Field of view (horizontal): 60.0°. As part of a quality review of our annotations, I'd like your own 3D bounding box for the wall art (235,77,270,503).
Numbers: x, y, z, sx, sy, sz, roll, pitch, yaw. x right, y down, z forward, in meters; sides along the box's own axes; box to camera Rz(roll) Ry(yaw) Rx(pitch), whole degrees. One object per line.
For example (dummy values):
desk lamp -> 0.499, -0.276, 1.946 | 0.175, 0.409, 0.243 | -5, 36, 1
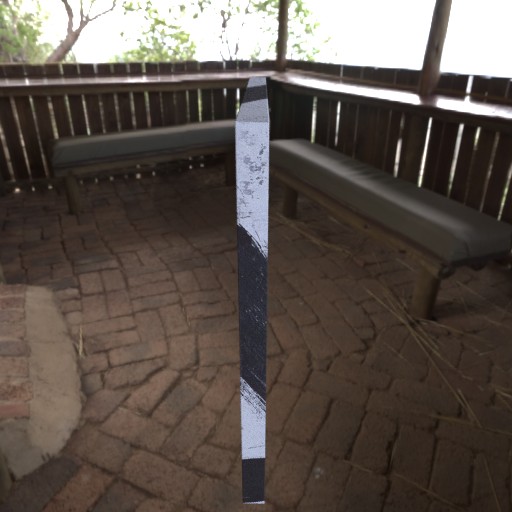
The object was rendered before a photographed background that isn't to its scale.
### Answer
wall art -> 0.000, 0.000, 1.091 | 0.046, 0.765, 0.765 | 0, 26, 1
